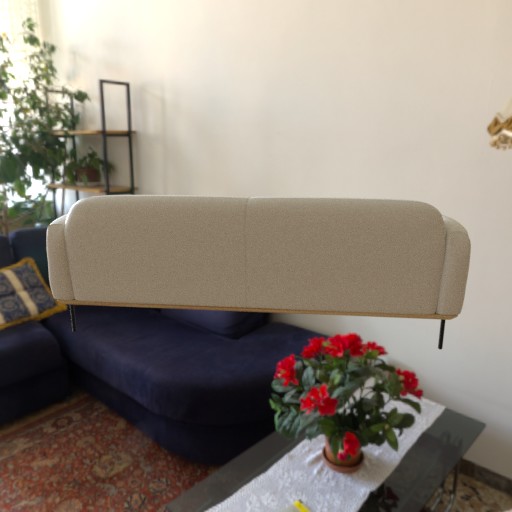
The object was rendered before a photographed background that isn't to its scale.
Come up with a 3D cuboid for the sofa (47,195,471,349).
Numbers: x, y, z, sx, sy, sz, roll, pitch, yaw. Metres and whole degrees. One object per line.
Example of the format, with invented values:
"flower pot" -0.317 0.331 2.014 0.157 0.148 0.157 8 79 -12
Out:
"sofa" 0.000 0.000 2.664 2.257 0.780 0.880 2 14 6
